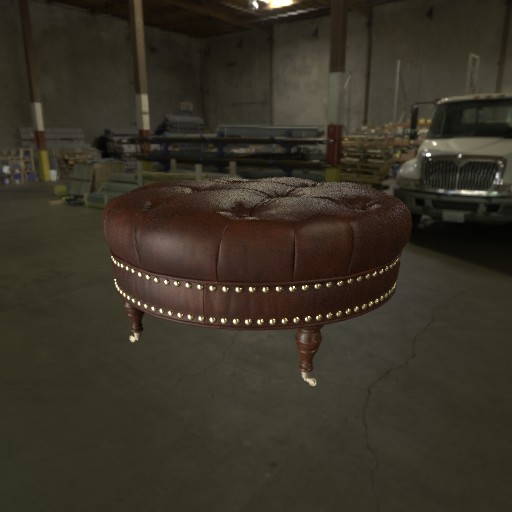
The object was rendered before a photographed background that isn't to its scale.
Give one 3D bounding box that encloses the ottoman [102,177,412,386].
[{"bbox_3d":[0.000,0.000,1.380,0.901,0.455,0.901,0,15,0],"label":"ottoman"}]
